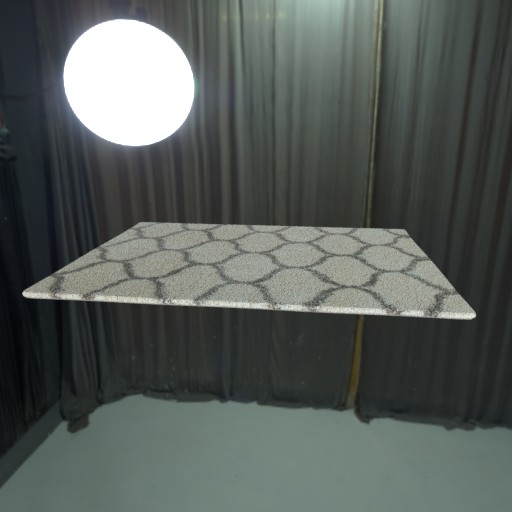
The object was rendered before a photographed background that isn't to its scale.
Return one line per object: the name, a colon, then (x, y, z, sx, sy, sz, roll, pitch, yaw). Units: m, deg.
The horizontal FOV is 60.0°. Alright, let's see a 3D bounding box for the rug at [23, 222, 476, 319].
rug: (0.000, 0.000, 2.105, 1.600, 0.025, 1.200, 2, 17, 7)
